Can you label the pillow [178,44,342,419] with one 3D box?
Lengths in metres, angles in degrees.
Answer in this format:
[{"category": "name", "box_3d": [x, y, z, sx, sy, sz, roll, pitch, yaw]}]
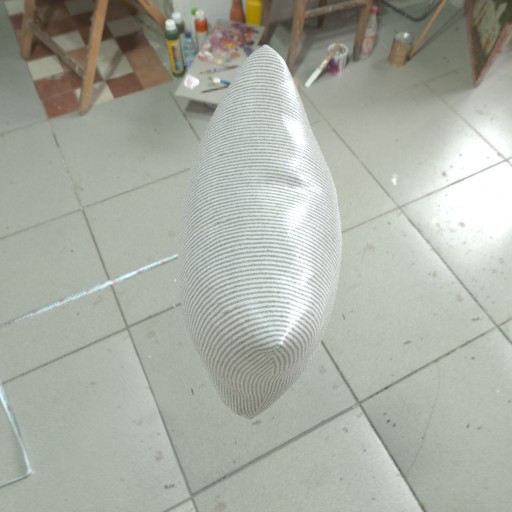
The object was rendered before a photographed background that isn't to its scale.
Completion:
[{"category": "pillow", "box_3d": [0.000, 0.000, 0.693, 0.310, 0.432, 0.387, 30, 64, 16]}]
